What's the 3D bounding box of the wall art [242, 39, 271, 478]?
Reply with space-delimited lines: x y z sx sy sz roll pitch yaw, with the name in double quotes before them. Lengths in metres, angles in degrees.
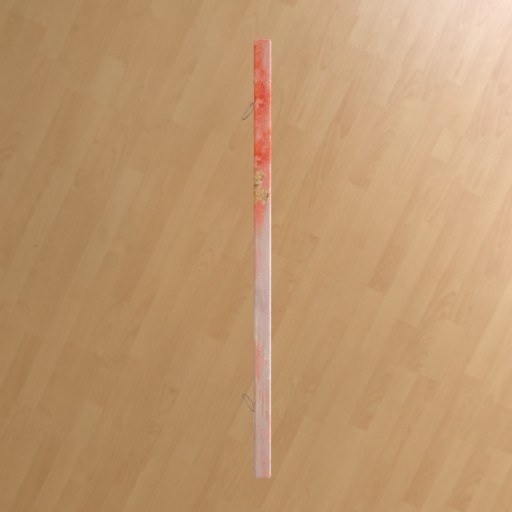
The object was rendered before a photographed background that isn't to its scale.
"wall art" 0.000 0.000 1.321 0.066 0.878 0.878 0 91 0
